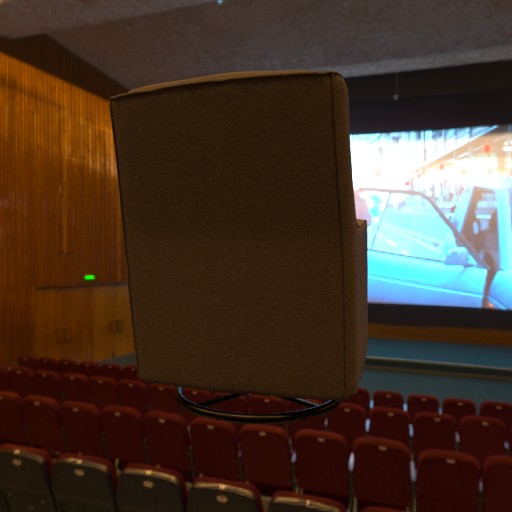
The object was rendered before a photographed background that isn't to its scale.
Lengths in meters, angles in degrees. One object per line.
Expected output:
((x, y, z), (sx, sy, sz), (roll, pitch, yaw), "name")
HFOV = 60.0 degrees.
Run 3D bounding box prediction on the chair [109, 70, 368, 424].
((0.000, 0.000, 1.566), (0.732, 0.993, 0.879), (0, 1, 17), "chair")
